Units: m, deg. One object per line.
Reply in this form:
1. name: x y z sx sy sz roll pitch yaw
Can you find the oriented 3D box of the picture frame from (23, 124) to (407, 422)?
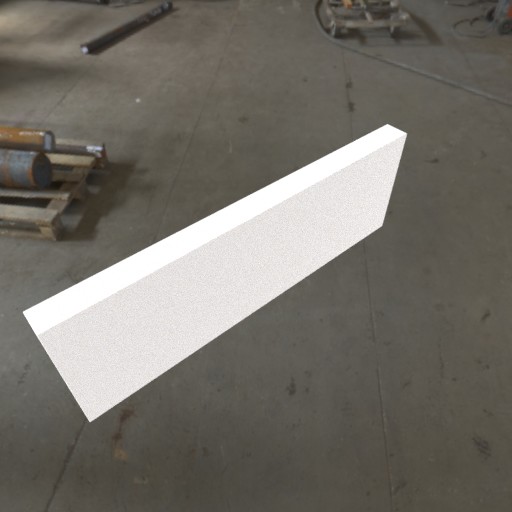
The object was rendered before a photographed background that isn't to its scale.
1. picture frame: 0.000 0.000 0.829 0.759 0.250 0.050 -31 53 -27
